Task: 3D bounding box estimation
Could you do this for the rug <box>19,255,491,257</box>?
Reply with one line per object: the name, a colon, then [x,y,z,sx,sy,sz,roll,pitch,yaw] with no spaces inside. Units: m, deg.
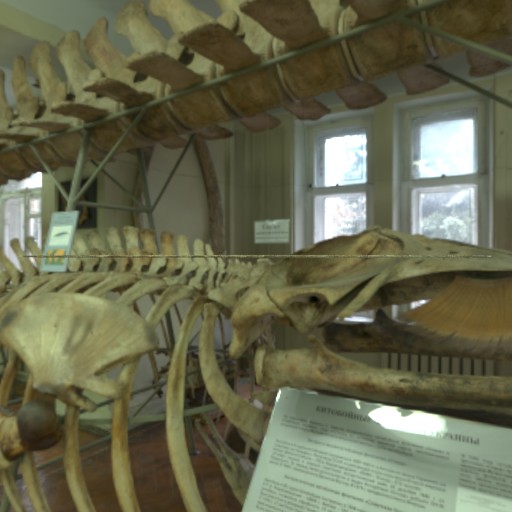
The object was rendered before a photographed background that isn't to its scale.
rug: [0.000,0.000,4.277,3.291,0.017,2.431,0,0,1]
